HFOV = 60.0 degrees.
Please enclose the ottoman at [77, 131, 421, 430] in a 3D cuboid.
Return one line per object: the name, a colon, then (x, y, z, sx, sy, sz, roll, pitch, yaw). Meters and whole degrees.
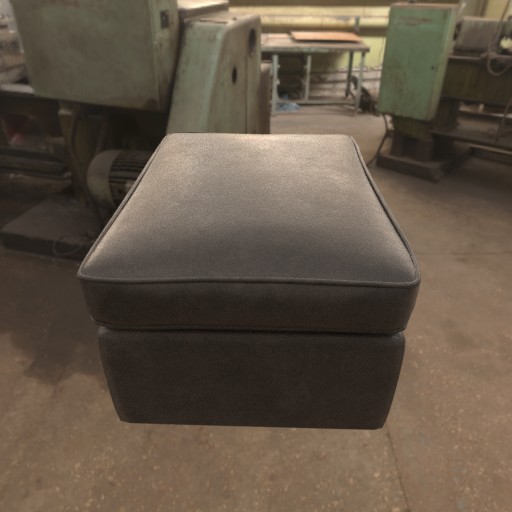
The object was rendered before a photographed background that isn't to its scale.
ottoman: (0.000, 0.000, 1.089, 0.554, 0.445, 0.756, 1, 32, 2)
